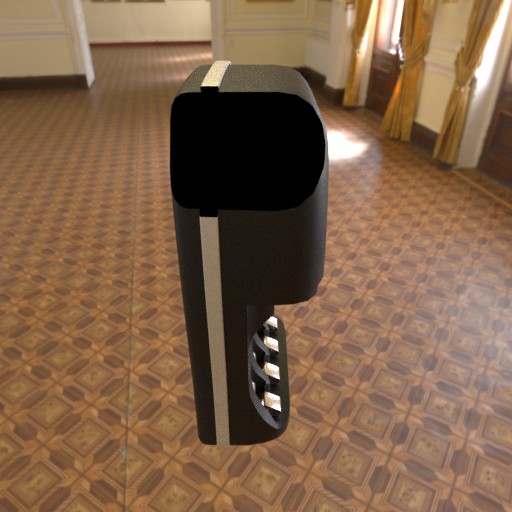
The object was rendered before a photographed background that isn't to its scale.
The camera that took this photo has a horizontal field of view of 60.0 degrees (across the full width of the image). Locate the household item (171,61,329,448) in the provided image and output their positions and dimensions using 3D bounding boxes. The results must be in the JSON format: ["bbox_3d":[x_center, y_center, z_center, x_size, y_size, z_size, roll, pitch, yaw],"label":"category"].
[{"bbox_3d":[0.000,0.000,0.146,0.038,0.114,0.070,0,32,1],"label":"household item"}]
